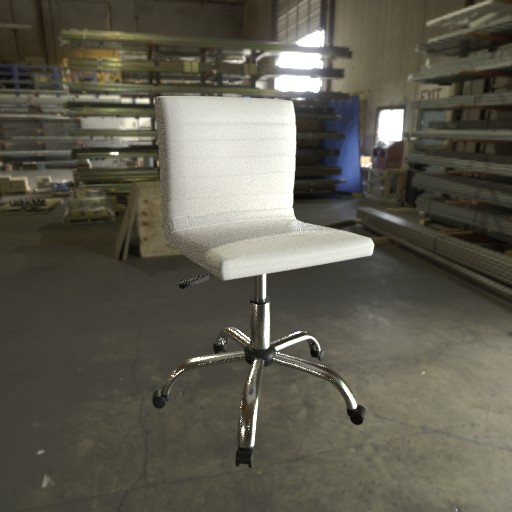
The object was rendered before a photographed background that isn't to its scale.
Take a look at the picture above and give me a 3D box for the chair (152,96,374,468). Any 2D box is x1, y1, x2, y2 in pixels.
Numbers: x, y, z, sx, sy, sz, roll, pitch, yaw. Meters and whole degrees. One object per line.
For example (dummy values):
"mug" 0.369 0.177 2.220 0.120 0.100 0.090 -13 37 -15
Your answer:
"chair" 0.000 0.000 1.129 0.556 0.780 0.530 -8 18 -27
